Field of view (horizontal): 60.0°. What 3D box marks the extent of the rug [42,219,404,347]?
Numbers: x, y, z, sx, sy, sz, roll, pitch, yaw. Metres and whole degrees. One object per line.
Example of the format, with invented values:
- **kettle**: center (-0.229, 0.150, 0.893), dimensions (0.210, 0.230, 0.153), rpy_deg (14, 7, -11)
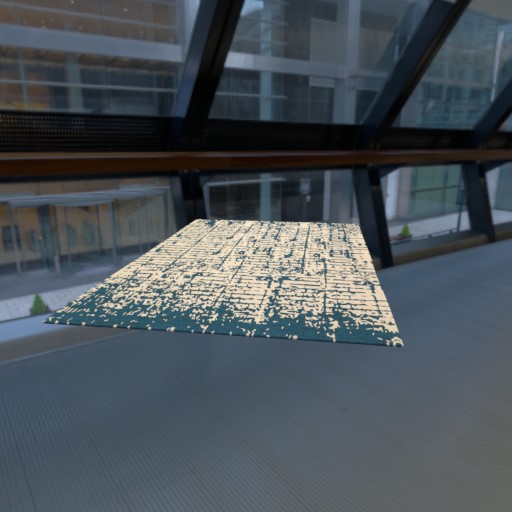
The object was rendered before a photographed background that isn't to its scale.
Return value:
- **rug**: center (0.000, 0.000, 2.973), dimensions (1.517, 0.011, 2.435), rpy_deg (2, 15, 8)
